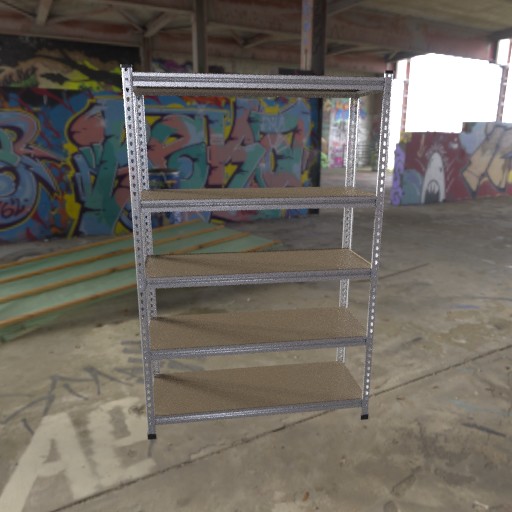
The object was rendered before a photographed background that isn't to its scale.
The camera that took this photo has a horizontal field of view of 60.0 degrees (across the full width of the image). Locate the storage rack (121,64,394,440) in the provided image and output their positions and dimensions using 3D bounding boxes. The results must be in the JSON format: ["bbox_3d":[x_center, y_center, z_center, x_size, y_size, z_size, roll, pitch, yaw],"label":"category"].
[{"bbox_3d":[0.000,0.000,2.394,1.219,1.829,0.457,-2,15,-8],"label":"storage rack"}]
